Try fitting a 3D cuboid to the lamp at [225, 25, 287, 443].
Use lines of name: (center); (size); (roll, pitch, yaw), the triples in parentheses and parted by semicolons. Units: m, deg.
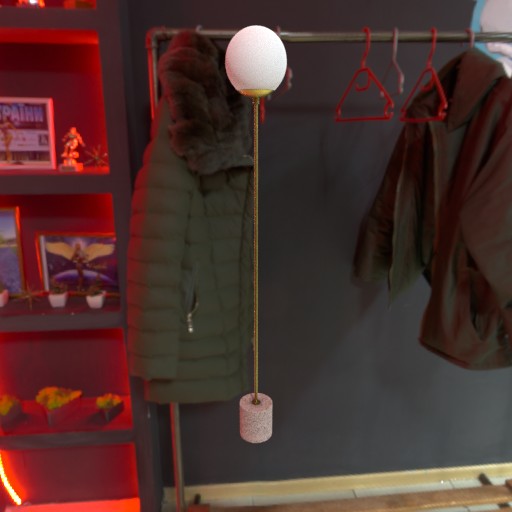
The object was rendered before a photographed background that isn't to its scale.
lamp: (0.000, 0.000, 1.864); (0.229, 1.748, 0.229); (8, 18, 26)
